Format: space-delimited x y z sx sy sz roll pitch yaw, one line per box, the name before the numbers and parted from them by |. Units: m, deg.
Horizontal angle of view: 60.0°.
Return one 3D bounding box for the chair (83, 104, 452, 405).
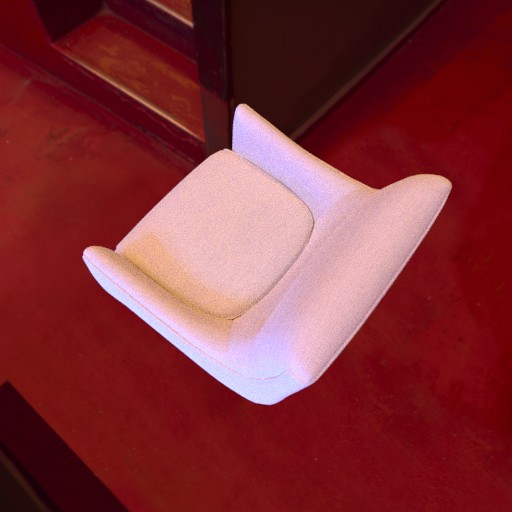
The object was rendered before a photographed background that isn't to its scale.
chair | 0.000 0.000 1.434 0.787 0.838 0.762 35 69 16
